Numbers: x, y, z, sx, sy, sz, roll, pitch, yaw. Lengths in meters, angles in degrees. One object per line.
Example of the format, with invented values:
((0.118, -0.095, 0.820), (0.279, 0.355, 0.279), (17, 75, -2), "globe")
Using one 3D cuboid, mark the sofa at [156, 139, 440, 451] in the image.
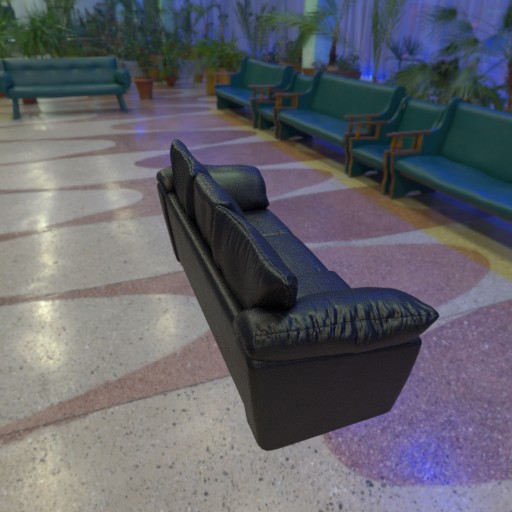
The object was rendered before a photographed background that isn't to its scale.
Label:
((0.000, 0.000, 2.857), (0.880, 1.073, 2.336), (-10, 31, -18), "sofa")
